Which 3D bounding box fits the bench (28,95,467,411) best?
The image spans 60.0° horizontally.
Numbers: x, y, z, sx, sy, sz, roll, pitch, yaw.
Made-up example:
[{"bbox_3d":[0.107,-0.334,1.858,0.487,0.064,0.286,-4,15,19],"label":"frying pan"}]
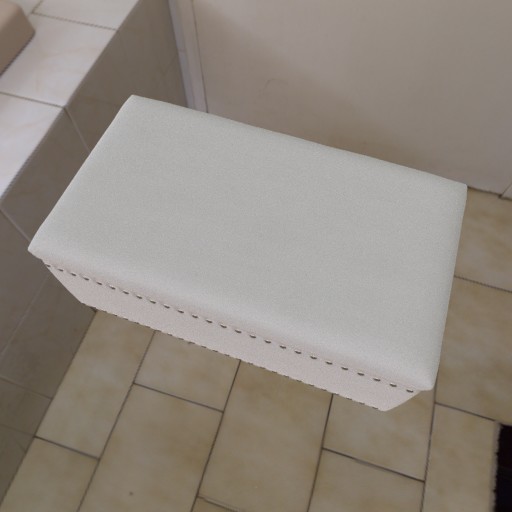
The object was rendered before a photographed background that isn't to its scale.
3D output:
[{"bbox_3d":[0.000,0.000,1.173,0.887,0.449,0.500,18,64,9],"label":"bench"}]
